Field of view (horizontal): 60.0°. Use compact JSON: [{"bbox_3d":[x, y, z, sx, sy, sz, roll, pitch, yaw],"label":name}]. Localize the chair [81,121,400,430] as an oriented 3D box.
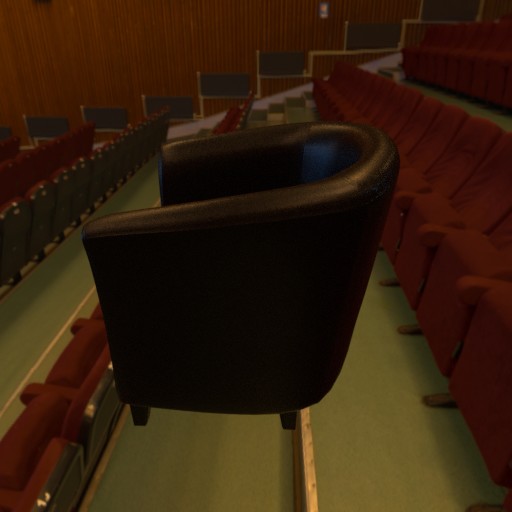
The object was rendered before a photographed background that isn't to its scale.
[{"bbox_3d":[0.000,0.000,1.358,0.727,0.756,0.793,1,27,2],"label":"chair"}]
